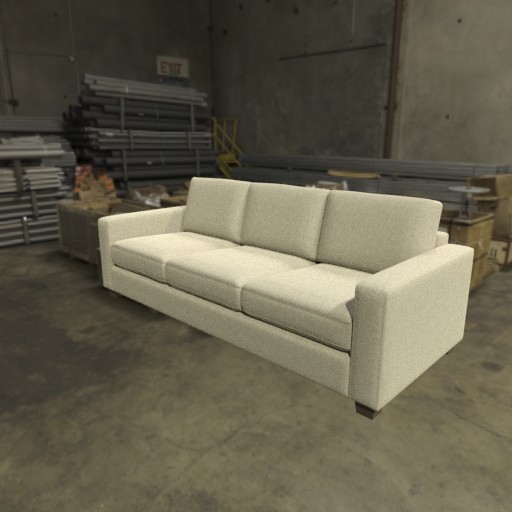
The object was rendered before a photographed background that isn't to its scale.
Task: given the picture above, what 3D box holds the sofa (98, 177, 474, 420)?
[{"bbox_3d":[0.000,0.000,2.633,2.160,0.800,0.900,14,20,42],"label":"sofa"}]
